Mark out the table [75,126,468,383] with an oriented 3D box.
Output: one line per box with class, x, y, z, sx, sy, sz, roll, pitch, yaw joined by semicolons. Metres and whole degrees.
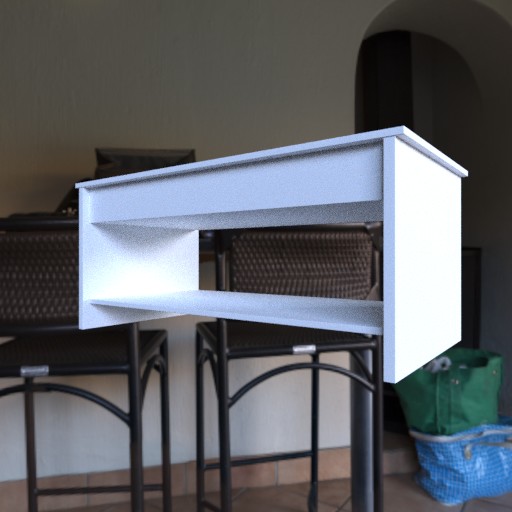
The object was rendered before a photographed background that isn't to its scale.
table;0.000;0.000;1.250;1.000;0.441;0.500;0;0;37
